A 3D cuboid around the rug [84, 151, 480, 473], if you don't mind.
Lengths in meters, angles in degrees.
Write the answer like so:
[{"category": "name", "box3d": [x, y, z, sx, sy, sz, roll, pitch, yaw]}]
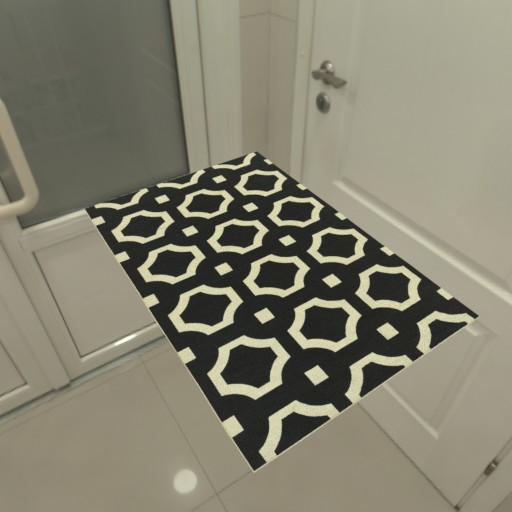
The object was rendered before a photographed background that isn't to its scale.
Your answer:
[{"category": "rug", "box3d": [0.000, 0.000, 2.913, 1.555, 0.016, 2.286, -24, 47, -24]}]
